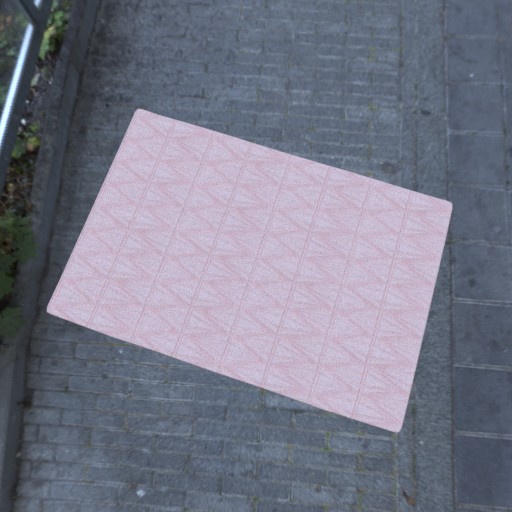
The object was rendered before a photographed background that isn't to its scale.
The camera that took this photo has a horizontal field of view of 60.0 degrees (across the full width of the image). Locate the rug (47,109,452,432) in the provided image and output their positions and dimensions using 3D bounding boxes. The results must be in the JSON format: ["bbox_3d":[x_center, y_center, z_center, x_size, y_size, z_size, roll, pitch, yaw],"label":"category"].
[{"bbox_3d":[0.000,0.000,3.000,2.390,0.015,1.609,18,76,5],"label":"rug"}]
